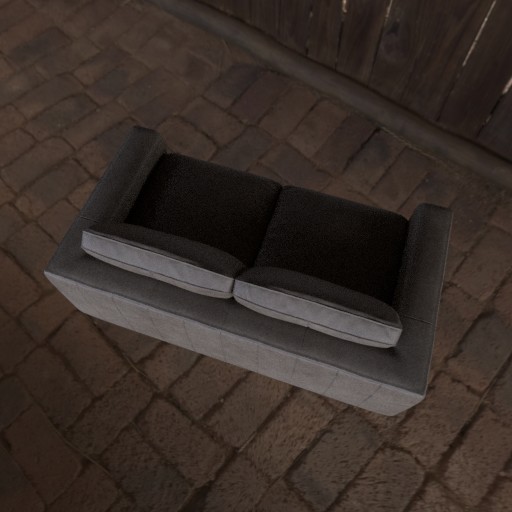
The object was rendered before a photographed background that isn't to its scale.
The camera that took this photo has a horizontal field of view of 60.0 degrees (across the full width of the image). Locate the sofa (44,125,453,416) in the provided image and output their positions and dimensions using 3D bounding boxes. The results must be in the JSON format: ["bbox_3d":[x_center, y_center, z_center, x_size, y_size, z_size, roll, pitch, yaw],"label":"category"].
[{"bbox_3d":[0.000,0.000,2.441,1.920,0.800,1.070,17,64,8],"label":"sofa"}]
